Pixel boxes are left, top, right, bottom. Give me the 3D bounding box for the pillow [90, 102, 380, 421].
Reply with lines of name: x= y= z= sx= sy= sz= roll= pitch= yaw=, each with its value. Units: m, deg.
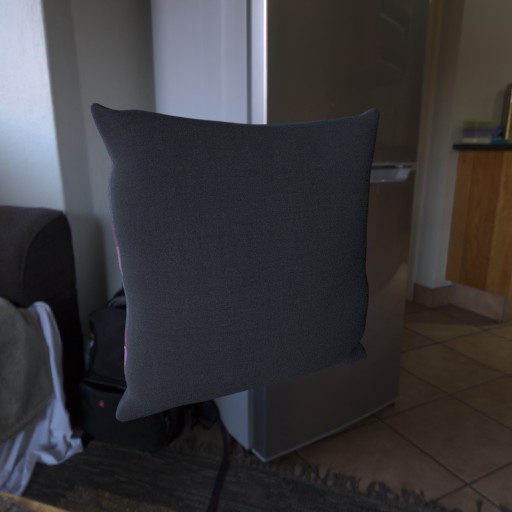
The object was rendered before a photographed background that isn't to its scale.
pillow: x=0.000 y=0.000 z=0.762 sx=0.503 sy=0.496 sz=0.208 roll=-7 pitch=16 yaw=-25
